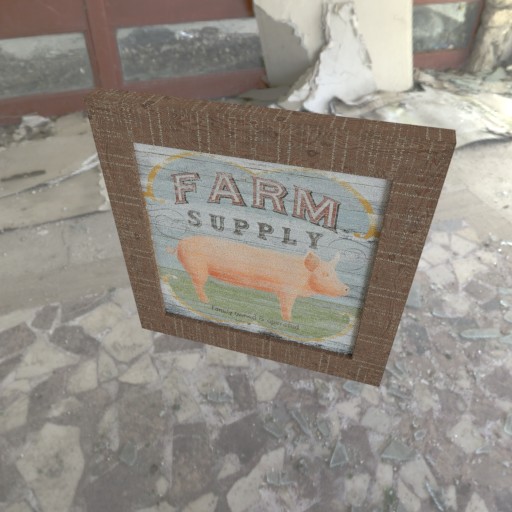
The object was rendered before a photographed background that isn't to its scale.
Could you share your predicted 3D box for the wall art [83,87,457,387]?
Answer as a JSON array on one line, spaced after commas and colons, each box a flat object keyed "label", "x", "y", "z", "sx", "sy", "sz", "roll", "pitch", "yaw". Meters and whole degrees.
[{"label": "wall art", "x": 0.000, "y": 0.000, "z": 0.793, "sx": 0.531, "sy": 0.531, "sz": 0.040, "roll": 11, "pitch": 42, "yaw": 13}]
